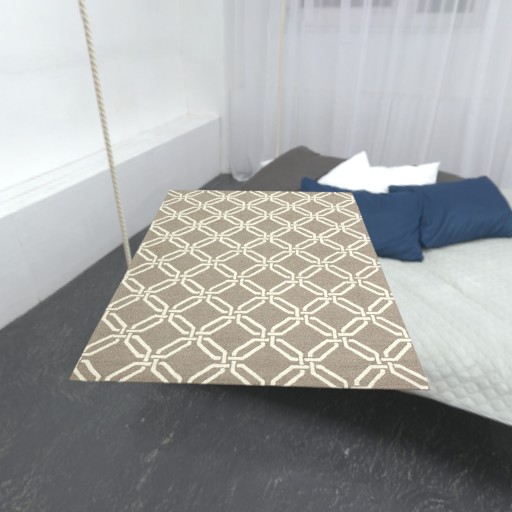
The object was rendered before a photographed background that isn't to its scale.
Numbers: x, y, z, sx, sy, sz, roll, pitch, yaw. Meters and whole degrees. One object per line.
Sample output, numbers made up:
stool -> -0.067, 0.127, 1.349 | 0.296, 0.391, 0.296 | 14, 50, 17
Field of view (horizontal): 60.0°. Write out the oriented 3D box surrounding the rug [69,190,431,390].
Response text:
rug -> 0.000, 0.000, 4.447 | 2.441, 0.020, 3.419 | 1, 30, 2
